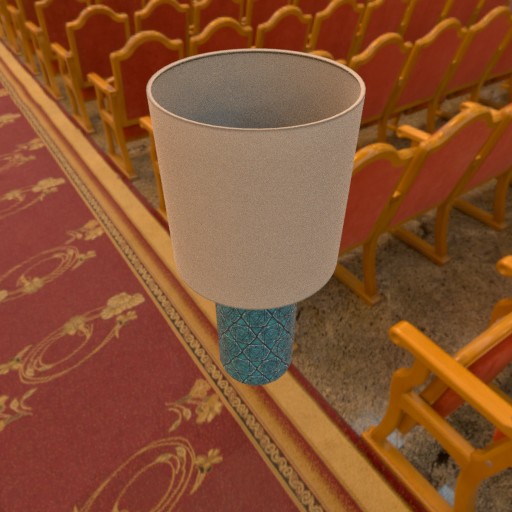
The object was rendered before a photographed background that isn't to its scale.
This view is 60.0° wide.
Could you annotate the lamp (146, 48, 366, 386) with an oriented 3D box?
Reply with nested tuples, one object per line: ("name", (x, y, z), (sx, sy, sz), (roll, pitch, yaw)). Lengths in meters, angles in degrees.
("lamp", (0.000, 0.000, 0.768), (0.278, 0.597, 0.278), (-24, 47, -25))
